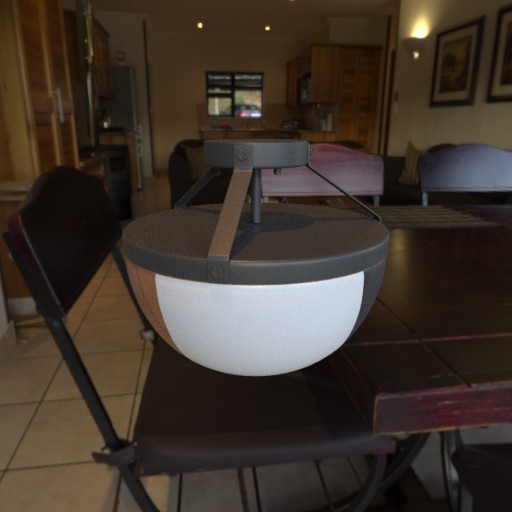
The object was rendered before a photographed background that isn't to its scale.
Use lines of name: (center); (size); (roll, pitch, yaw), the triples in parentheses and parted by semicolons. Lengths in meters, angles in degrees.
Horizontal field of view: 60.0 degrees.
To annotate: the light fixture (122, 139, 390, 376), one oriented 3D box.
light fixture: (0.000, 0.000, 0.534); (0.304, 0.269, 0.304); (0, 16, 0)
